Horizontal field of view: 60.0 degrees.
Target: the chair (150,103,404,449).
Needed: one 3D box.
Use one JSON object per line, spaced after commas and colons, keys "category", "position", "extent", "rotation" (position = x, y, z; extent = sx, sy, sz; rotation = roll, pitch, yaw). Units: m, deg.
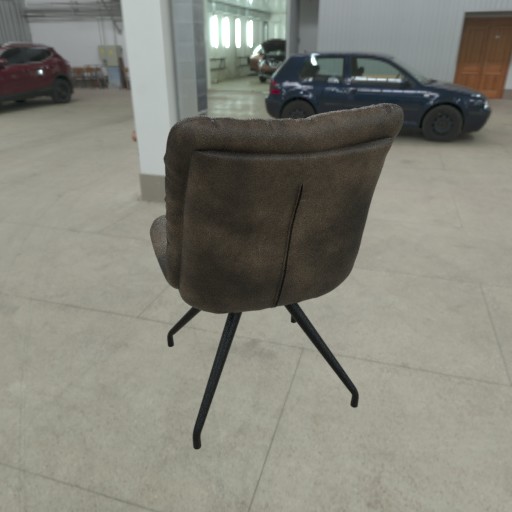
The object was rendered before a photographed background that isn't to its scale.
{"category": "chair", "position": [0.000, 0.000, 1.260], "extent": [0.549, 0.870, 0.622], "rotation": [-8, 27, -17]}
